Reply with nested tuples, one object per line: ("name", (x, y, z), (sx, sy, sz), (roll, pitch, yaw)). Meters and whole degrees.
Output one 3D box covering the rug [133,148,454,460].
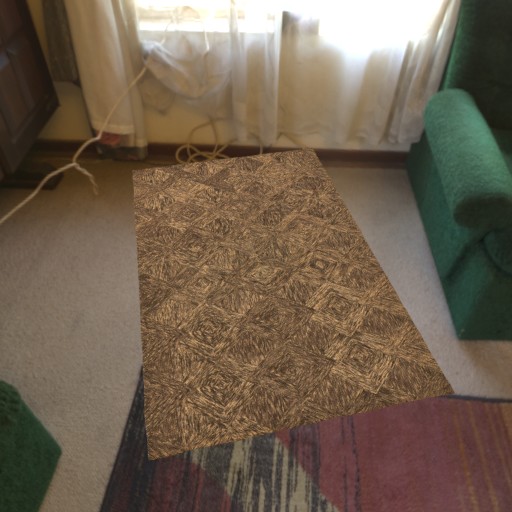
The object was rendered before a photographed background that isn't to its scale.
("rug", (0.000, 0.000, 2.258), (1.189, 0.011, 1.808), (-9, 46, -9))
